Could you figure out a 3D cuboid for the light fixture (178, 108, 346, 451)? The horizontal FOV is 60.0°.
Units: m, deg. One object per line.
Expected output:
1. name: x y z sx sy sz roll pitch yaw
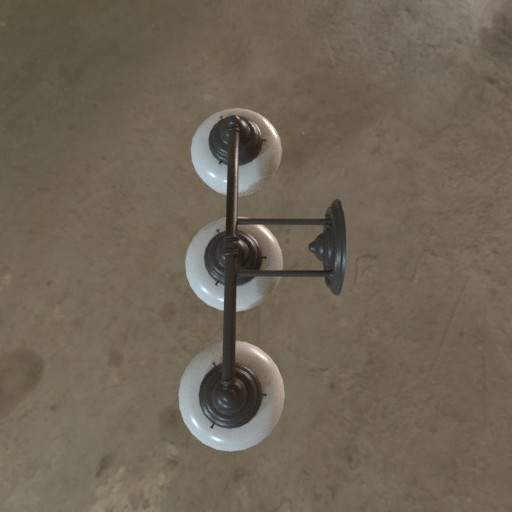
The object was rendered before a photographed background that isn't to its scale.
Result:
1. light fixture: 0.000 0.000 0.705 0.239 0.242 0.587 0 74 0
